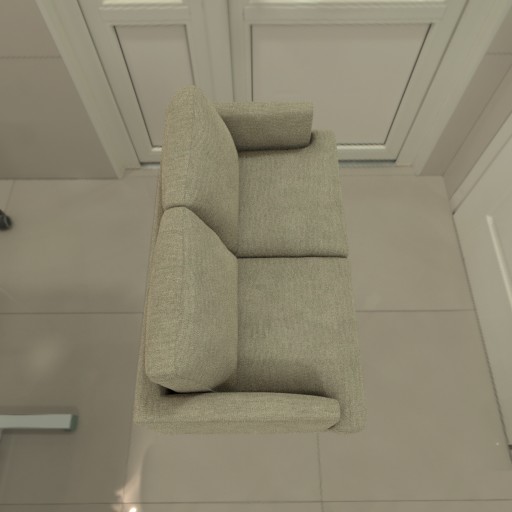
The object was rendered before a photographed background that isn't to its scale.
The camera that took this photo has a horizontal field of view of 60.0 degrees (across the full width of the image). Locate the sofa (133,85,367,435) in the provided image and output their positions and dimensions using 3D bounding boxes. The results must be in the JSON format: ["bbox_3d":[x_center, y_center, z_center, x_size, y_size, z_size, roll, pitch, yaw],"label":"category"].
[{"bbox_3d":[0.000,0.000,2.123,0.903,0.944,1.582,0,64,0],"label":"sofa"}]
